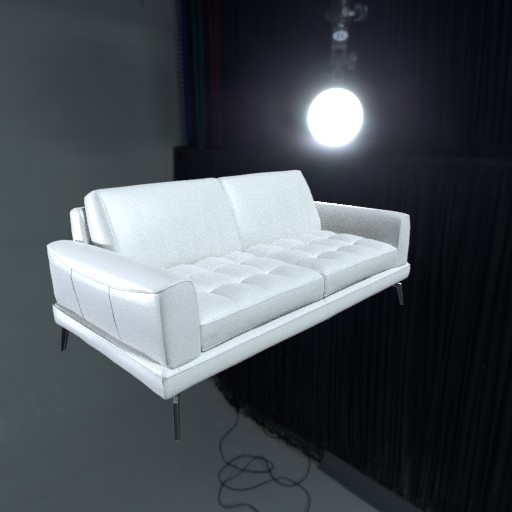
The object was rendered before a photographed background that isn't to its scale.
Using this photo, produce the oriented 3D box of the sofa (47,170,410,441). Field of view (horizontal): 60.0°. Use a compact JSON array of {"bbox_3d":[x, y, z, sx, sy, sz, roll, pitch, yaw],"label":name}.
[{"bbox_3d":[0.000,0.000,2.777,1.121,0.930,2.177,15,21,42],"label":"sofa"}]
